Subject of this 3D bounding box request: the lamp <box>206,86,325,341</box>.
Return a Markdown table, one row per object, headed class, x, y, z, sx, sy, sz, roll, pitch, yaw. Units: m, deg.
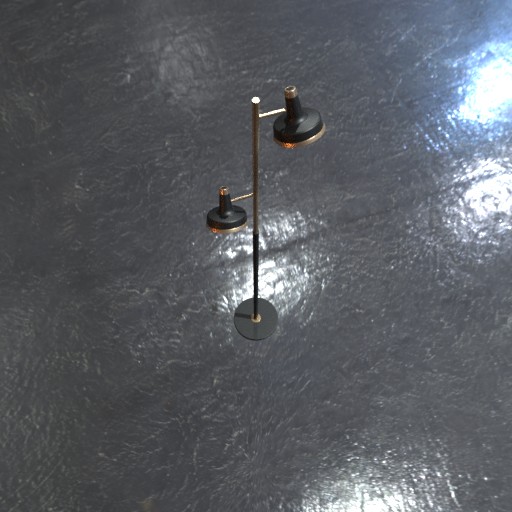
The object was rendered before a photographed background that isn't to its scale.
| class | x | y | z | sx | sy | sz | roll | pitch | yaw |
| --- | --- | --- | --- | --- | --- | --- | --- | --- | --- |
| lamp | 0.000 | 0.000 | 1.781 | 0.351 | 1.674 | 0.253 | -17 | 66 | -8 |
